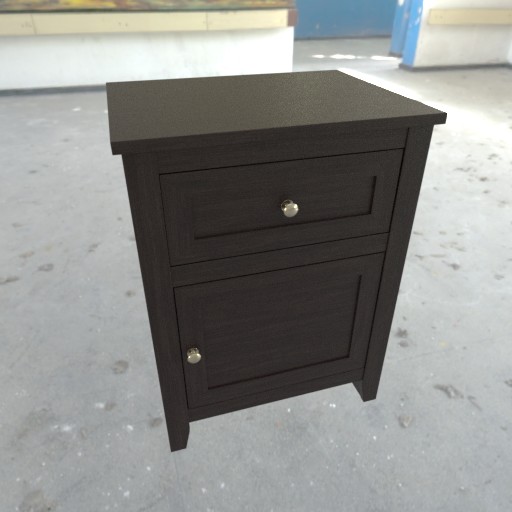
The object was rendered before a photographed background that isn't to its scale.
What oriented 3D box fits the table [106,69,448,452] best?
[{"bbox_3d":[0.000,0.000,0.913,0.480,0.635,0.381,-9,33,-14],"label":"table"}]
